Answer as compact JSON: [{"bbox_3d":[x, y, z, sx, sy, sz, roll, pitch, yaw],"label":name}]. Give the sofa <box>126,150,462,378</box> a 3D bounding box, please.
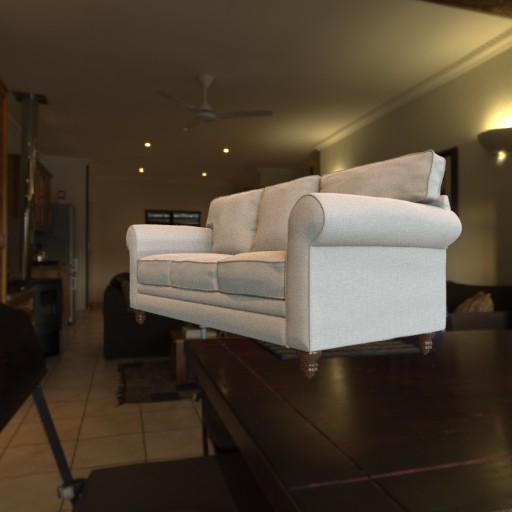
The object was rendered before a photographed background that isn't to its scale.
[{"bbox_3d":[0.000,0.000,2.651,0.916,0.961,2.084,0,-1,-35],"label":"sofa"}]
